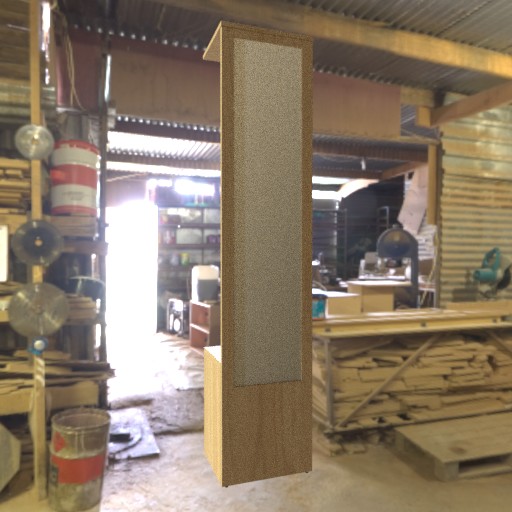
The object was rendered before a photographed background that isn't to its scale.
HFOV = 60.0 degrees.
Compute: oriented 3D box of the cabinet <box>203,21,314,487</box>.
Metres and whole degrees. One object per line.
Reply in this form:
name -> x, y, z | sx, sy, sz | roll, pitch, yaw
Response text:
cabinet -> 0.000, 0.000, 2.001 | 0.411, 1.879, 0.338 | 0, 1, -19
